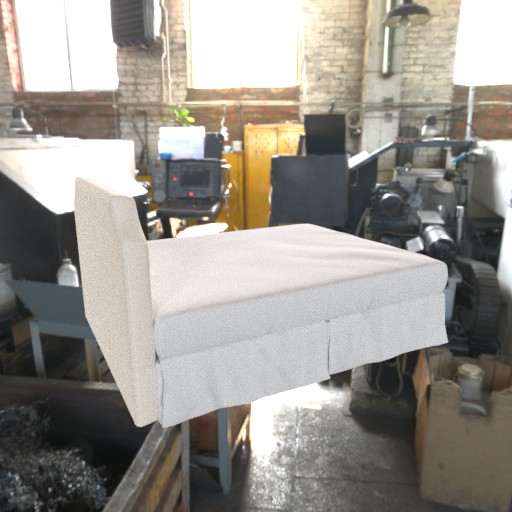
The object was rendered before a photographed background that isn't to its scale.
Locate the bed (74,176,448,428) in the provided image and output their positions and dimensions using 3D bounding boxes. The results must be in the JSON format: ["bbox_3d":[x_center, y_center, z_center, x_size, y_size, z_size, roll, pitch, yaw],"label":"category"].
[{"bbox_3d":[0.000,0.000,3.626,2.498,1.293,1.977,-8,17,-28],"label":"bed"}]
